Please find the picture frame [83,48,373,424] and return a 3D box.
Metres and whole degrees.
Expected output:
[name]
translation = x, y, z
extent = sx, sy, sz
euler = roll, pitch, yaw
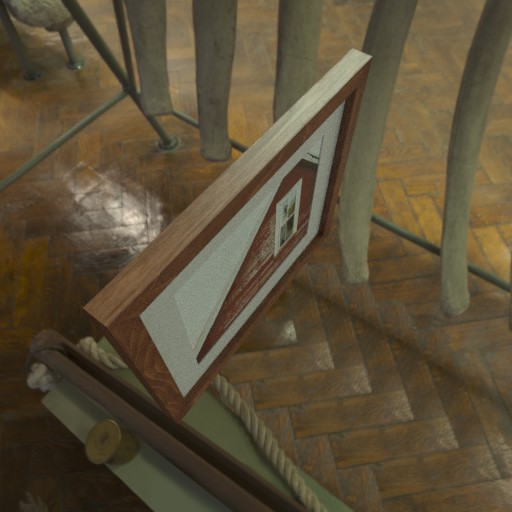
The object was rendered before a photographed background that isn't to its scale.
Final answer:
[picture frame]
translation = 0.000, 0.000, 0.532
extent = 0.025, 0.330, 0.381
euler = 32, 64, 18
